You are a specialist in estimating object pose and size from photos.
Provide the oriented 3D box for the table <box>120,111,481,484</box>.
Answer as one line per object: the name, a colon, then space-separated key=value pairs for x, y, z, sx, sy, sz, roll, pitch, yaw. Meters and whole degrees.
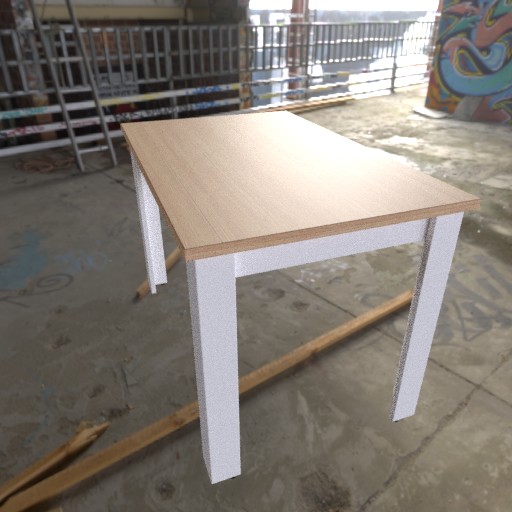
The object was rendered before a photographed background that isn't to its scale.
table: x=0.000 y=0.000 z=1.544 sx=0.700 sy=0.734 sz=1.100 roll=-10 pitch=31 yaw=-18
